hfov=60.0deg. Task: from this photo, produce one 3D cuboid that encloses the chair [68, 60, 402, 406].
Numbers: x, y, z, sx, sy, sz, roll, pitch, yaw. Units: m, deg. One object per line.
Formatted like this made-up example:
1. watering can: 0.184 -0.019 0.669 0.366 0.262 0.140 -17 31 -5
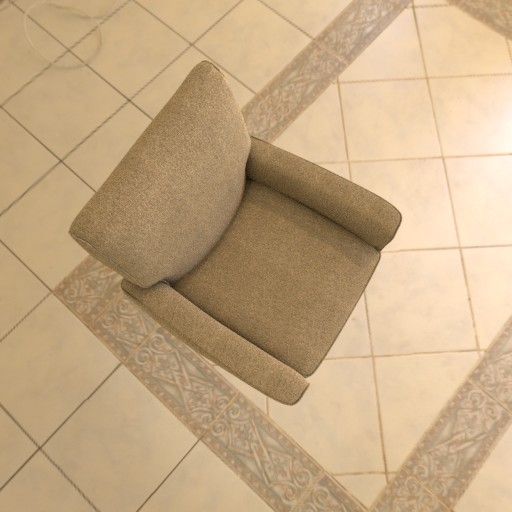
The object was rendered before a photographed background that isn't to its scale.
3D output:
1. chair: 0.000 0.000 1.698 0.858 1.028 0.841 31 77 8
